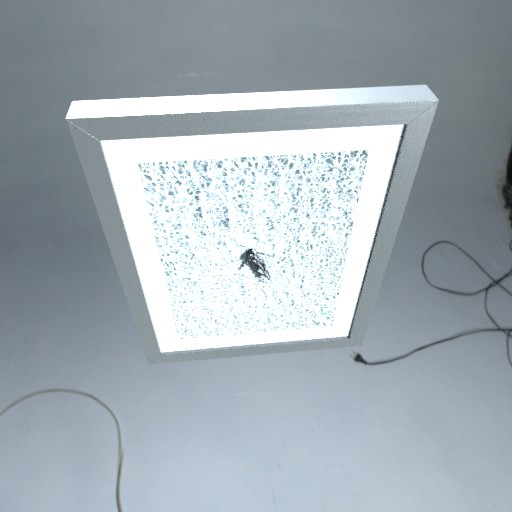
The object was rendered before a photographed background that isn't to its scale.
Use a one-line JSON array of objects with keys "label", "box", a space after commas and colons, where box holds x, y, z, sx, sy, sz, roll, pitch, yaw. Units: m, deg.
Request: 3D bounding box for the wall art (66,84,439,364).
[{"label": "wall art", "box": [0.000, 0.000, 0.511, 0.308, 0.379, 0.030, -4, 46, -4]}]
